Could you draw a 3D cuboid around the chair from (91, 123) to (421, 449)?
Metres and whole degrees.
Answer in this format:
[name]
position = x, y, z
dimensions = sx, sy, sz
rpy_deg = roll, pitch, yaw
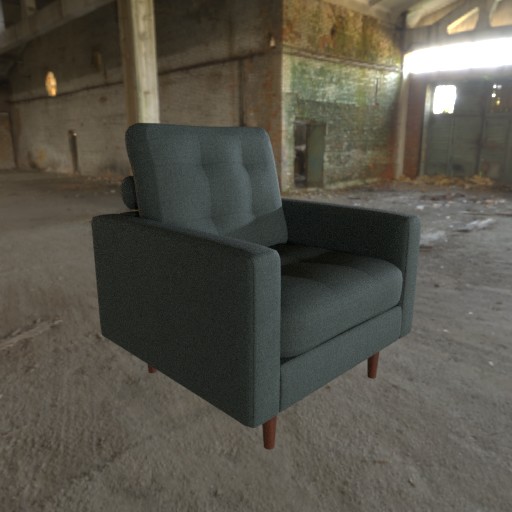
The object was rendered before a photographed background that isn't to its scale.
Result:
[chair]
position = 0.000, 0.000, 1.528
dimensions = 0.821, 0.880, 0.843
rpy_deg = -14, 20, -43
